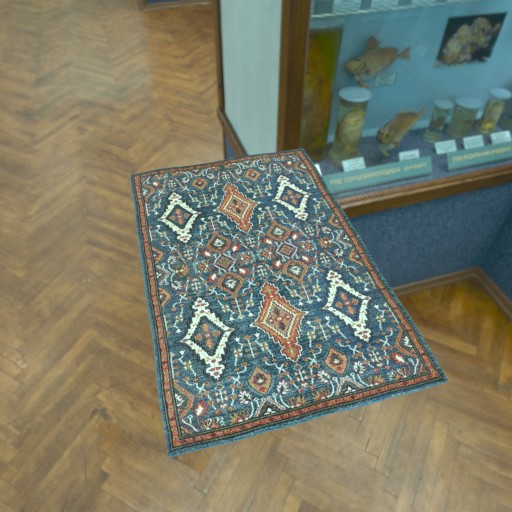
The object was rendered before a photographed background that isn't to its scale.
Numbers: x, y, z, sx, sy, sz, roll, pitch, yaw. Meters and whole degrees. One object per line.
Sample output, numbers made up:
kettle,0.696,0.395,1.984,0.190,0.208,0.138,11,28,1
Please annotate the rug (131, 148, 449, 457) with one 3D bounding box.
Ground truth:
rug,0.000,0.000,2.371,1.195,0.014,1.847,-11,47,-11
